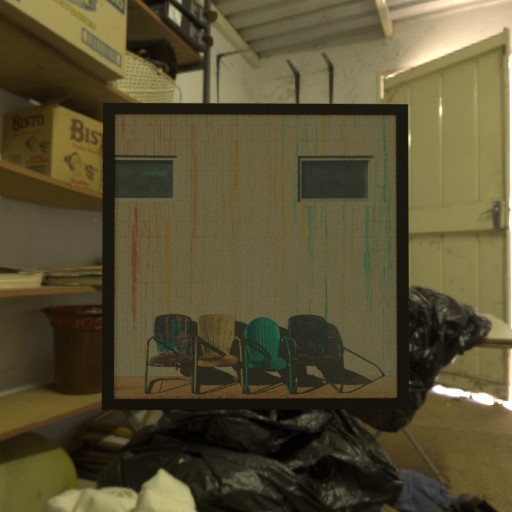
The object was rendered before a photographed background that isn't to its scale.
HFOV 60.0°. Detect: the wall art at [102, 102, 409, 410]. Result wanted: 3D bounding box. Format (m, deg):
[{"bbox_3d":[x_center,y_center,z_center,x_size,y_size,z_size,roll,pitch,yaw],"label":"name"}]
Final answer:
[{"bbox_3d":[0.000,0.000,0.750,0.506,0.506,0.037,0,-1,-1],"label":"wall art"}]
